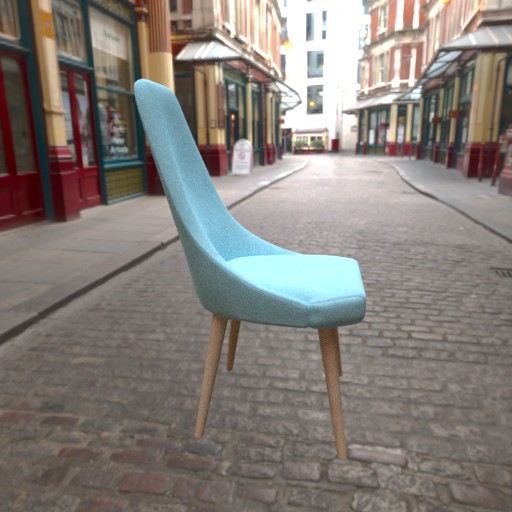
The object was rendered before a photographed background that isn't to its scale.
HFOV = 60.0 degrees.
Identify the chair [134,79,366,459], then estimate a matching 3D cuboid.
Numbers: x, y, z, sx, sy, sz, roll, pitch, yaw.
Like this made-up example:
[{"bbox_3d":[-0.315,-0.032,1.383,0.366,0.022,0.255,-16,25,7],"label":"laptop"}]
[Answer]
[{"bbox_3d":[0.000,0.000,1.395,0.660,1.040,0.510,2,14,9],"label":"chair"}]
